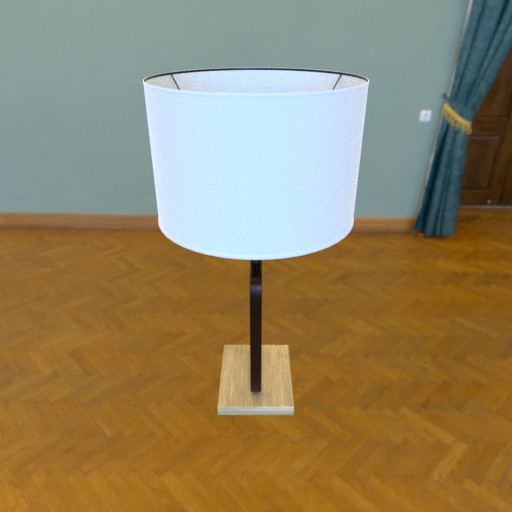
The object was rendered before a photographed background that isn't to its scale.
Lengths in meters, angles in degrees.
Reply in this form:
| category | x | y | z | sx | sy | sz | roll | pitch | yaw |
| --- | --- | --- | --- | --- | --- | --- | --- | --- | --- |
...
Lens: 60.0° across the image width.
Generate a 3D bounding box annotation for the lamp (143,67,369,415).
| category | x | y | z | sx | sy | sz | roll | pitch | yaw |
| --- | --- | --- | --- | --- | --- | --- | --- | --- | --- |
| lamp | 0.000 | 0.000 | 0.677 | 0.279 | 0.508 | 0.279 | 0 | 28 | 0 |
